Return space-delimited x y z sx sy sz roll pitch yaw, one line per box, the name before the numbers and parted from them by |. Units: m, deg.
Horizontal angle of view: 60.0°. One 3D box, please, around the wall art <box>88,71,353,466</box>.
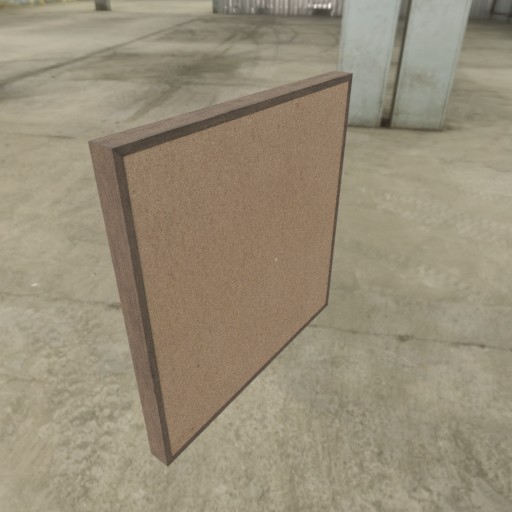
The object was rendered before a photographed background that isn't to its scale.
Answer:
wall art | 0.000 0.000 0.739 0.038 0.508 0.508 22 38 31
